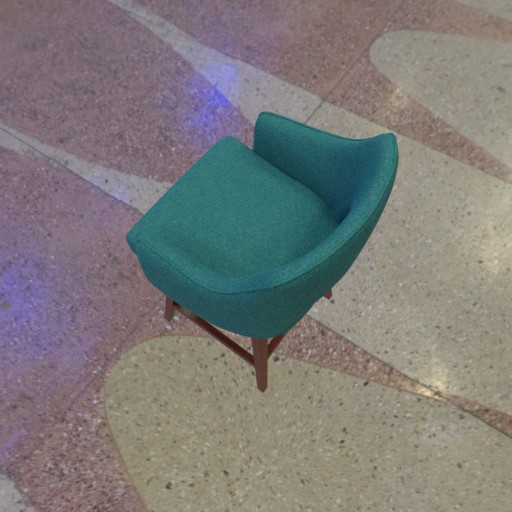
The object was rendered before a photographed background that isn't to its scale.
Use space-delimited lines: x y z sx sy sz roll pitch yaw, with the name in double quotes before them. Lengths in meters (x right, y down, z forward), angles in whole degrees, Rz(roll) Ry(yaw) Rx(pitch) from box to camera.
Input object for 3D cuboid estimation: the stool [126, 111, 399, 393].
"stool" 0.000 0.000 1.317 0.556 0.961 0.548 33 68 16
